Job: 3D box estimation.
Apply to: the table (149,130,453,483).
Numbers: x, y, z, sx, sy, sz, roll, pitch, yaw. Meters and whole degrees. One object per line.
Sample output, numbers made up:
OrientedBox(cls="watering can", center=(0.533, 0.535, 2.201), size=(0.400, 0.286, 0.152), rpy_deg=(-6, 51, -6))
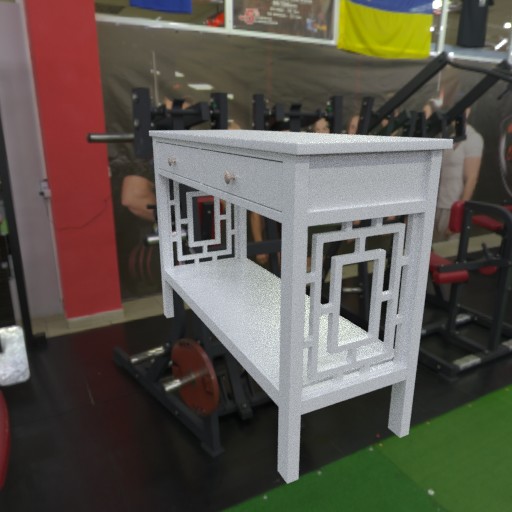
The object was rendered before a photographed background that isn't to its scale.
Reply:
OrientedBox(cls="table", center=(0.000, 0.000, 1.416), size=(0.397, 0.753, 1.068), rpy_deg=(-8, 19, -25))
